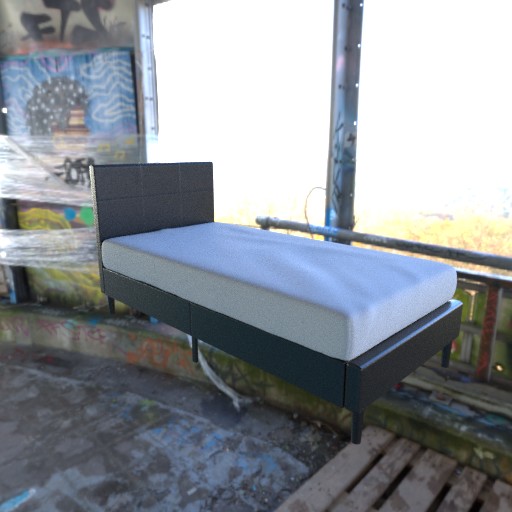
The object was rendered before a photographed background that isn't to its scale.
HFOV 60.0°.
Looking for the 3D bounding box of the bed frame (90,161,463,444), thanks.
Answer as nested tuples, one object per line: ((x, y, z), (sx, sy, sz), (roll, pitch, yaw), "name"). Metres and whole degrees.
((0.000, 0.000, 2.541), (2.152, 1.046, 1.038), (14, 20, 43), "bed frame")
